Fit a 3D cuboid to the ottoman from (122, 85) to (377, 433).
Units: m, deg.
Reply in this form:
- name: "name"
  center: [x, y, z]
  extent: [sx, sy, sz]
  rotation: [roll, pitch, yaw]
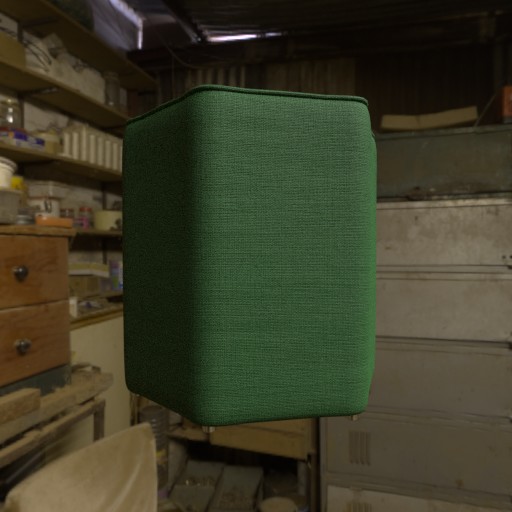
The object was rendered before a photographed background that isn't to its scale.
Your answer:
- name: "ottoman"
  center: [0.000, 0.000, 0.860]
  extent: [0.444, 0.507, 0.499]
  rotation: [0, 0, 18]
